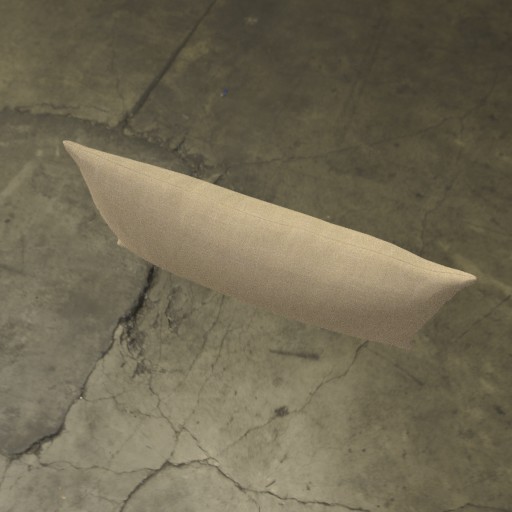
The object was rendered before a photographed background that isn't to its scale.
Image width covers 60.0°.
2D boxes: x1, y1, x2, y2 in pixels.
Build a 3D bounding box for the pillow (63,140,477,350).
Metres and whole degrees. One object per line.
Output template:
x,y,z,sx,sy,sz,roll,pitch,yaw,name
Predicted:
0.000,0.000,0.732,0.612,0.308,0.148,19,64,10,pillow
